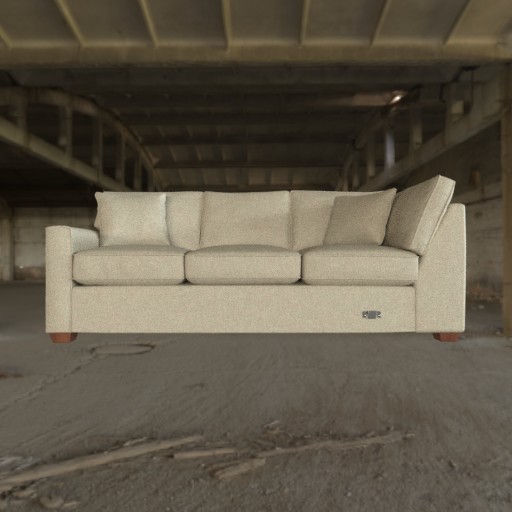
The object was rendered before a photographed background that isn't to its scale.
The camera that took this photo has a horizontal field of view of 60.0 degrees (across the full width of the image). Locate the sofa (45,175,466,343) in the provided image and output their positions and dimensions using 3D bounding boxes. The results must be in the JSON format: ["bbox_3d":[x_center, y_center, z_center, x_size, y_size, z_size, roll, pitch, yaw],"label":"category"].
[{"bbox_3d":[0.000,0.000,2.888,2.317,0.962,1.061,0,0,0],"label":"sofa"}]
